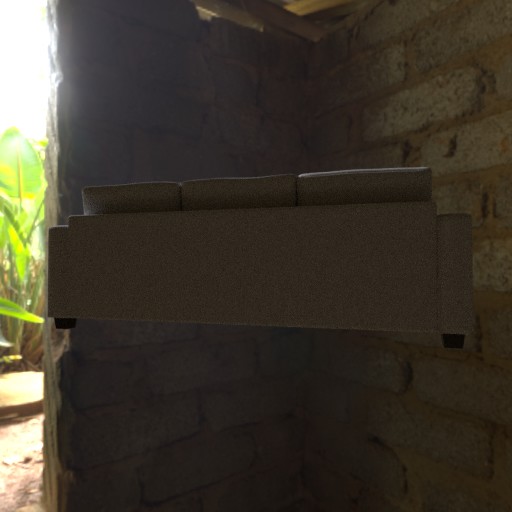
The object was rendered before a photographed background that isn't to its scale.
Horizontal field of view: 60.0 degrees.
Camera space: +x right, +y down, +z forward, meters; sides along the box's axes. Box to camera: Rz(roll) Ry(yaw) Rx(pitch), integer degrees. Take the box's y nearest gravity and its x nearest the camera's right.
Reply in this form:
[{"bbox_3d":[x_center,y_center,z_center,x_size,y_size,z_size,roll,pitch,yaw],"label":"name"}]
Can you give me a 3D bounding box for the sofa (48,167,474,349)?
[{"bbox_3d":[0.000,0.000,2.528,2.120,0.800,0.900,0,-1,17],"label":"sofa"}]
